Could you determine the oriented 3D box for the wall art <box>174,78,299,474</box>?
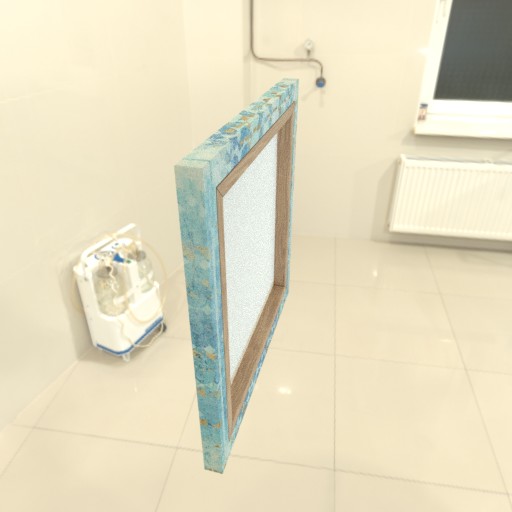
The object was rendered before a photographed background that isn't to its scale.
[{"bbox_3d":[0.000,0.000,0.939,0.040,0.609,0.609,8,32,13],"label":"wall art"}]
